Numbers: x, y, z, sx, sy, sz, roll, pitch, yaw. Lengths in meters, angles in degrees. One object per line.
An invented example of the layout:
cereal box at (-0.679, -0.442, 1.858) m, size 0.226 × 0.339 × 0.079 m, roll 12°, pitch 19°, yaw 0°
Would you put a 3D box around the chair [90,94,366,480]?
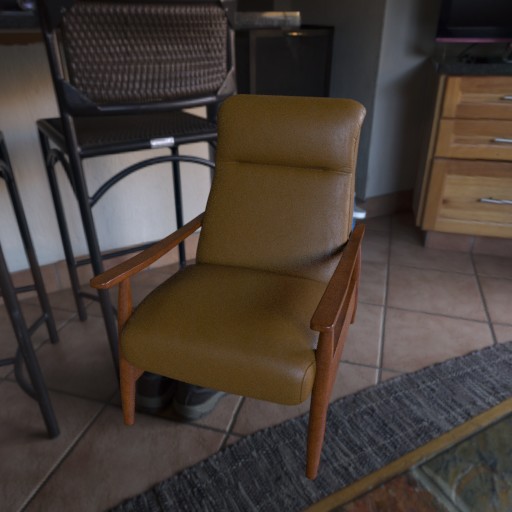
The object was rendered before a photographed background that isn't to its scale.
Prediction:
chair at (0.000, 0.000, 1.729) m, size 0.762 × 1.082 × 1.014 m, roll 9°, pitch 28°, yaw 17°
